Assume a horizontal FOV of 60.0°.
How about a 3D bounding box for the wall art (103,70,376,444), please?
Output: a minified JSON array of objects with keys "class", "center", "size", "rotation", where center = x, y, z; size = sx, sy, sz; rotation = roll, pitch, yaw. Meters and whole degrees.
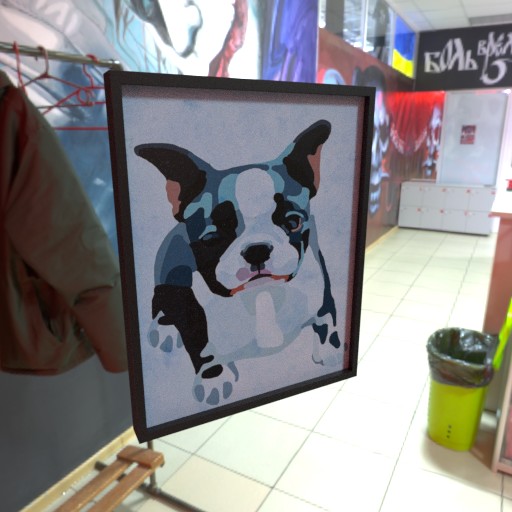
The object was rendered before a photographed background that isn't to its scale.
[{"class":"wall art","center":[0.000,0.000,0.500],"size":[0.294,0.369,0.030],"rotation":[-8,17,-27]}]
